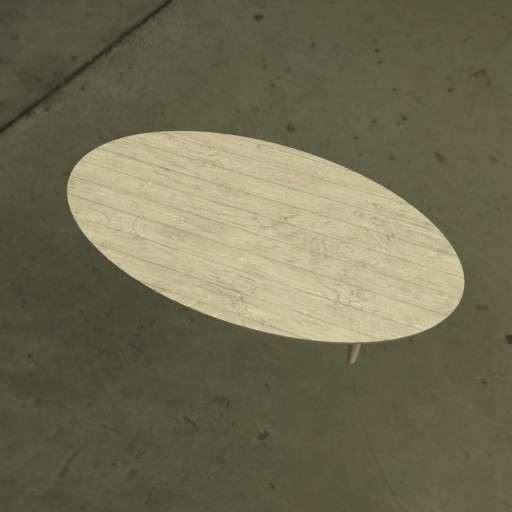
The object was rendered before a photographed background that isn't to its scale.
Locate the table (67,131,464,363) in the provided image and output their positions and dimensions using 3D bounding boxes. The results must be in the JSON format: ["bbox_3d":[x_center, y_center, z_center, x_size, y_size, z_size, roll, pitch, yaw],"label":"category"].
[{"bbox_3d":[0.000,0.000,1.341,1.083,0.390,0.542,18,66,8],"label":"table"}]
